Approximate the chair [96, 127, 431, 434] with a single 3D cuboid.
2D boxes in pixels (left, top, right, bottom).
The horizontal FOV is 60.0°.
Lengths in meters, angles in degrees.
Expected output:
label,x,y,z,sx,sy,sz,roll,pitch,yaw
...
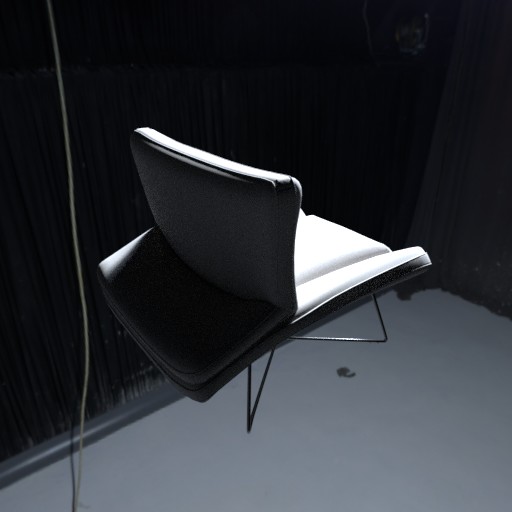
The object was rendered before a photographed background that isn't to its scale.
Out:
label,x,y,z,sx,sy,sz,roll,pitch,yaw
chair,0.000,0.000,1.638,1.008,0.855,0.859,-18,31,-32
